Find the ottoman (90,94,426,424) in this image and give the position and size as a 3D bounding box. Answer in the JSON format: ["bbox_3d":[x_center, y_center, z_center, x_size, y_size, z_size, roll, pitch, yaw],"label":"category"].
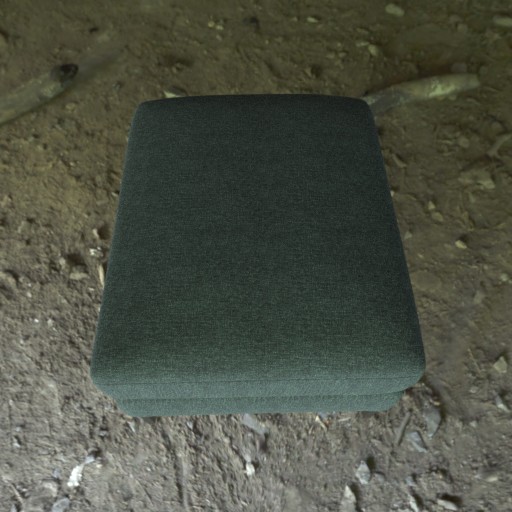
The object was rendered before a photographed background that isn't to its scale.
[{"bbox_3d":[0.000,0.000,1.262,0.695,0.533,0.831,-1,59,-1],"label":"ottoman"}]
